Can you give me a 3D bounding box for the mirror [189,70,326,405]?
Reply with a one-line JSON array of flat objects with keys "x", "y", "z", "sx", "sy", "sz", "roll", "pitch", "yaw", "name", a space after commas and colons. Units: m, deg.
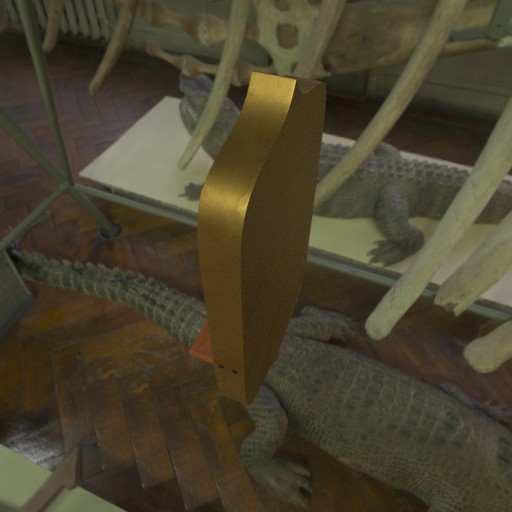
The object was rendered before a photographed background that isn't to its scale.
[{"x": 0.000, "y": 0.000, "z": 0.720, "sx": 0.096, "sy": 0.613, "sz": 0.323, "roll": 17, "pitch": 50, "yaw": 15, "name": "mirror"}]
